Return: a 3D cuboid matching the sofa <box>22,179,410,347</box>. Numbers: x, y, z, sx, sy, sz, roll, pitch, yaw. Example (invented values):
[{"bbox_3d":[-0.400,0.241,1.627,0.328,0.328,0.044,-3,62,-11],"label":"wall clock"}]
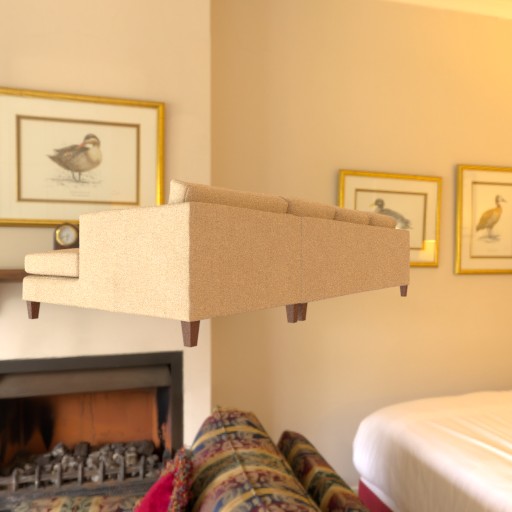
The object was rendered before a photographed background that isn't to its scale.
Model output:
[{"bbox_3d":[0.000,0.000,3.808,1.625,0.846,3.186,0,0,37],"label":"sofa"}]
